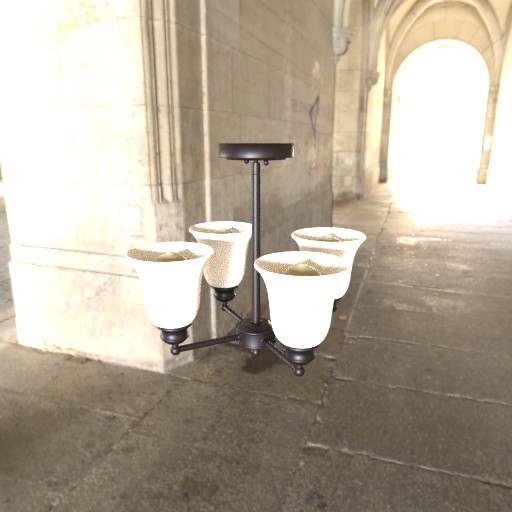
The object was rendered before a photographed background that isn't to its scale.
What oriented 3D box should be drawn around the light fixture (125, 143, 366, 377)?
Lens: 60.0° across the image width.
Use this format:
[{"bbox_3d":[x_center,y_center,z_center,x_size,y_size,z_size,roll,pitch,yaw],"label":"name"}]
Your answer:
[{"bbox_3d":[0.000,0.000,1.876,1.069,0.925,1.069,-7,16,-25],"label":"light fixture"}]
